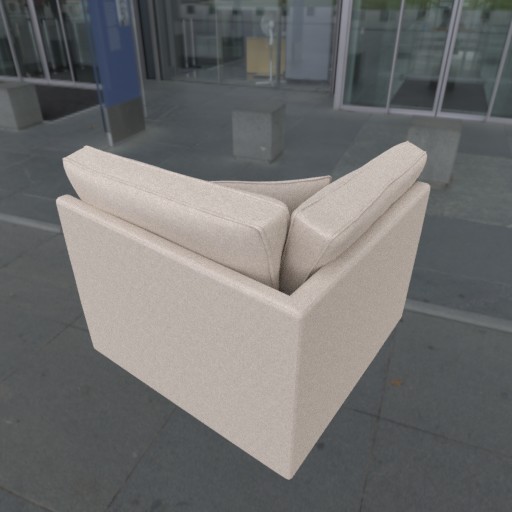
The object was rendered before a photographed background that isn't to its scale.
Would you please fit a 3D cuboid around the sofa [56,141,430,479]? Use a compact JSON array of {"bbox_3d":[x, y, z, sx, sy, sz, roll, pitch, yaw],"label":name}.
[{"bbox_3d":[0.000,0.000,1.827,1.042,0.937,1.050,21,37,31],"label":"sofa"}]
